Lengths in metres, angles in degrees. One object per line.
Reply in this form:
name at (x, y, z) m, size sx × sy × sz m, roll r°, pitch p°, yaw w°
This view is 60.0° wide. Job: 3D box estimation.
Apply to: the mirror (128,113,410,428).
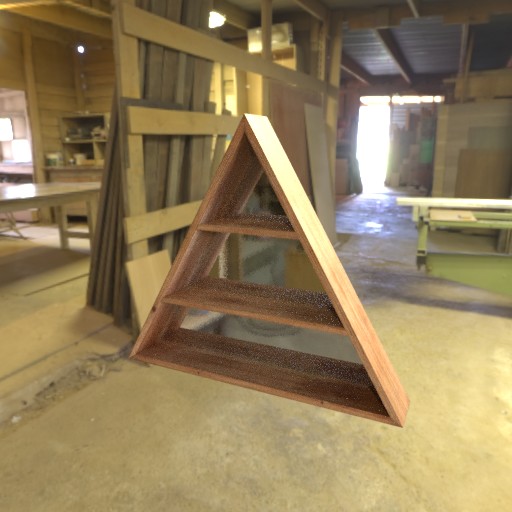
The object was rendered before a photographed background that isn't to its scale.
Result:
mirror at (0.000, 0.000, 0.903) m, size 0.631 × 0.548 × 0.100 m, roll 6°, pitch 15°, yaw 25°
